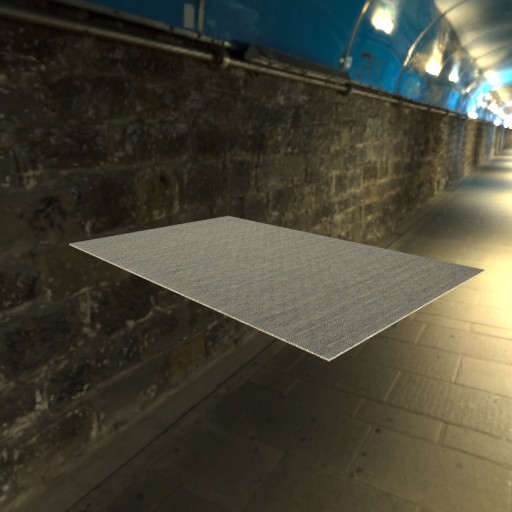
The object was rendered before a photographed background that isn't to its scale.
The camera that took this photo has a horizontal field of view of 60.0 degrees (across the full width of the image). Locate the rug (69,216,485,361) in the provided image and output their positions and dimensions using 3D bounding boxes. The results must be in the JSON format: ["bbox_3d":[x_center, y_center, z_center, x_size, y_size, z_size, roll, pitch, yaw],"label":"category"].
[{"bbox_3d":[0.000,0.000,2.195,1.142,0.006,1.752,-15,22,-42],"label":"rug"}]
